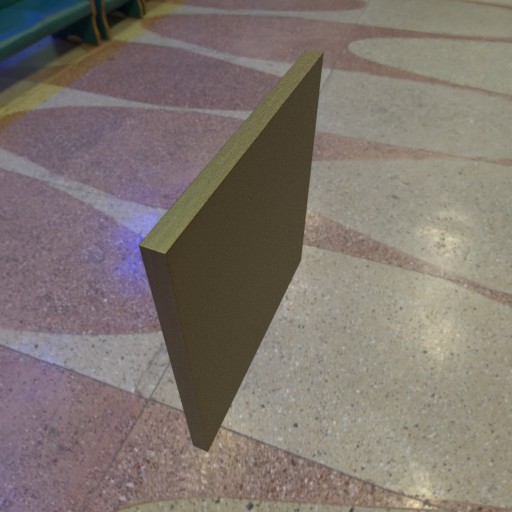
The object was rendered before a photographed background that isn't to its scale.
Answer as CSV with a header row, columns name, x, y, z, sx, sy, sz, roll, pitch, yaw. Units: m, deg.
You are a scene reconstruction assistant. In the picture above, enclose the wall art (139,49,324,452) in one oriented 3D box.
name,x,y,z,sx,sy,sz,roll,pitch,yaw
wall art,0.000,0.000,0.761,0.031,0.506,0.503,17,49,16
